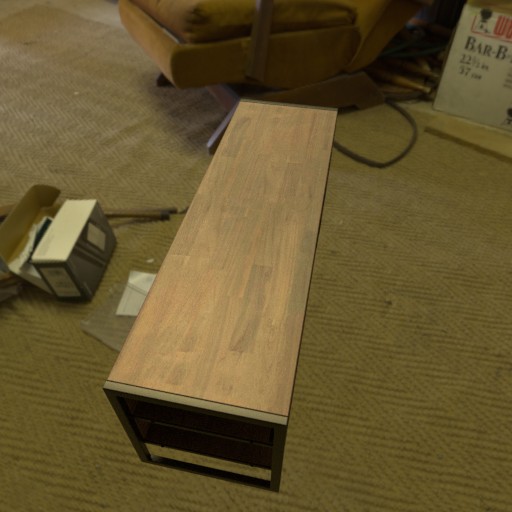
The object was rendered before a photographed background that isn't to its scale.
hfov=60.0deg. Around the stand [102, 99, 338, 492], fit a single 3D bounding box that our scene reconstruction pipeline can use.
[{"bbox_3d":[0.000,0.000,1.718,0.454,0.506,1.480,9,47,8],"label":"stand"}]
